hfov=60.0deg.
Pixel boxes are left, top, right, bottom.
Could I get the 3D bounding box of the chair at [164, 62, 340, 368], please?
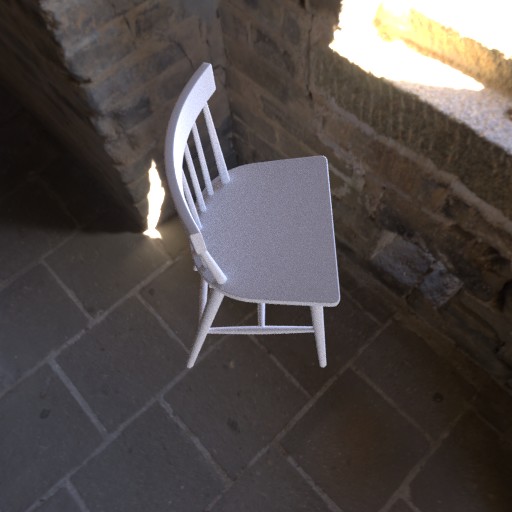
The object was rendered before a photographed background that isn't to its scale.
[{"bbox_3d":[0.000,0.000,1.425,0.572,1.092,0.483,0,63,0],"label":"chair"}]
